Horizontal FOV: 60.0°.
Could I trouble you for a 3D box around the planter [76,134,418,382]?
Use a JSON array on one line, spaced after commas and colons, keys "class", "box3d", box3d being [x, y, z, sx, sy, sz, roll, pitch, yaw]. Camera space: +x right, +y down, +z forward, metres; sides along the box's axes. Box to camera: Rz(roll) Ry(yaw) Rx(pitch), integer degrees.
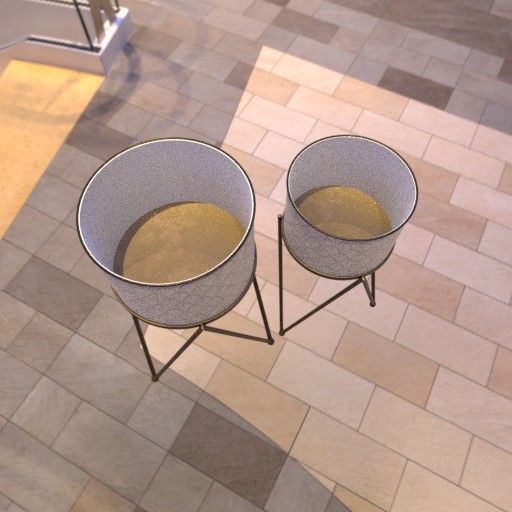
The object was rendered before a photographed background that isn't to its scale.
[{"class": "planter", "box3d": [0.000, 0.000, 1.175, 0.769, 0.712, 0.413, -16, 63, -8]}]
